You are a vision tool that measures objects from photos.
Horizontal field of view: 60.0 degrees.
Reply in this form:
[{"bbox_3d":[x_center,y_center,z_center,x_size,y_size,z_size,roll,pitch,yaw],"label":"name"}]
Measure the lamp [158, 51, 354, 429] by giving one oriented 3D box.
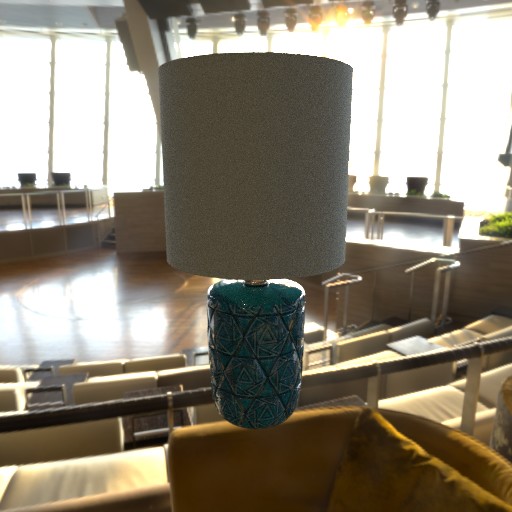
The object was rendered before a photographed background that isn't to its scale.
[{"bbox_3d":[0.000,0.000,0.488,0.193,0.377,0.193,-6,14,-26],"label":"lamp"}]
